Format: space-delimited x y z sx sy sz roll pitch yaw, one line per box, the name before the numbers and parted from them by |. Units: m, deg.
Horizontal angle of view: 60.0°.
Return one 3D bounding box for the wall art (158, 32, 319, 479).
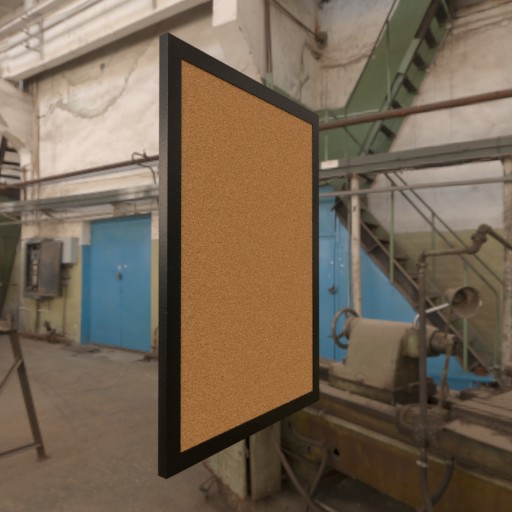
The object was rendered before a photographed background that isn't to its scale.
wall art | 0.000 0.000 0.840 0.019 0.656 0.462 -1 -1 37
